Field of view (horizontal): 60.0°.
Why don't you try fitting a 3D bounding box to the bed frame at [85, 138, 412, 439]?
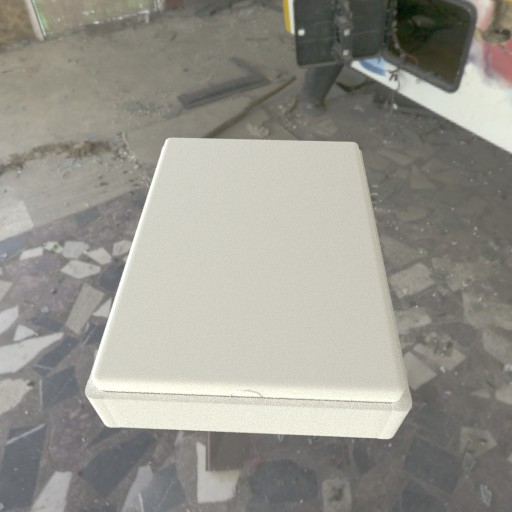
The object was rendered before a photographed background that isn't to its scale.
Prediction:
[{"bbox_3d":[0.000,0.000,2.586,1.400,0.406,1.900,2,48,2],"label":"bed frame"}]
